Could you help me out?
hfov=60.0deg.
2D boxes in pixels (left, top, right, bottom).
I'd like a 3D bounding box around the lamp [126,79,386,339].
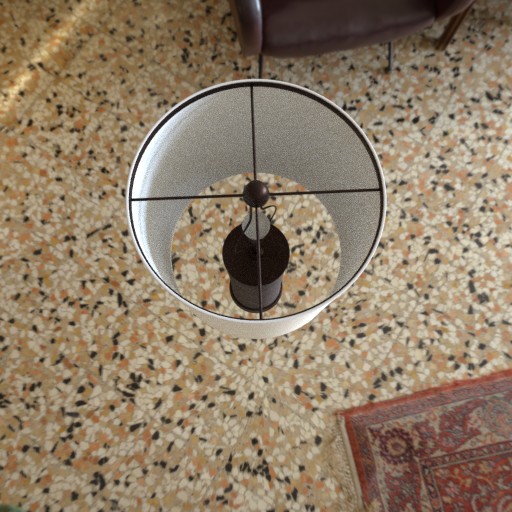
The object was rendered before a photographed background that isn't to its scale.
[{"bbox_3d":[0.000,0.000,0.803,0.301,0.630,0.301,42,80,9],"label":"lamp"}]
